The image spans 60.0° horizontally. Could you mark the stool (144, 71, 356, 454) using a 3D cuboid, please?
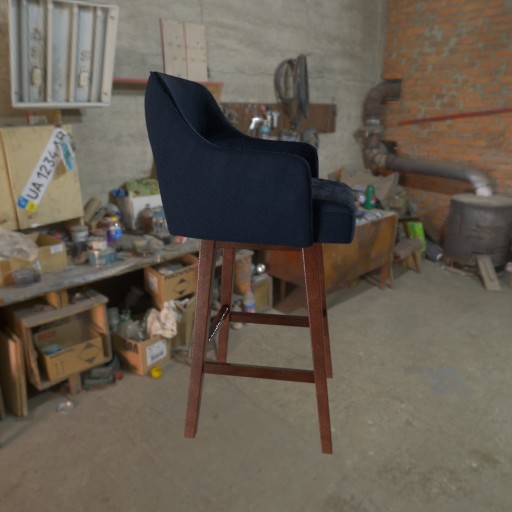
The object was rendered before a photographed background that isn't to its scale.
[{"bbox_3d":[0.000,0.000,1.354,0.560,1.041,0.550,3,17,9],"label":"stool"}]
